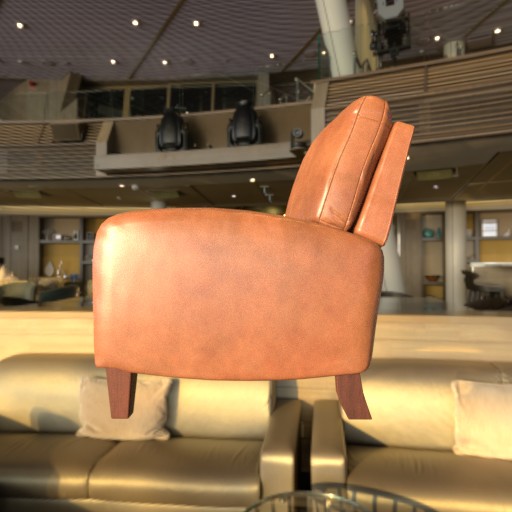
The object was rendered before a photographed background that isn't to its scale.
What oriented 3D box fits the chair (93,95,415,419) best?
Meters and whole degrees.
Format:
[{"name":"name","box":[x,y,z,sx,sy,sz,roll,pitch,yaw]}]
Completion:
[{"name":"chair","box":[0.000,0.000,1.659,0.990,0.990,0.762,0,-1,0]}]
